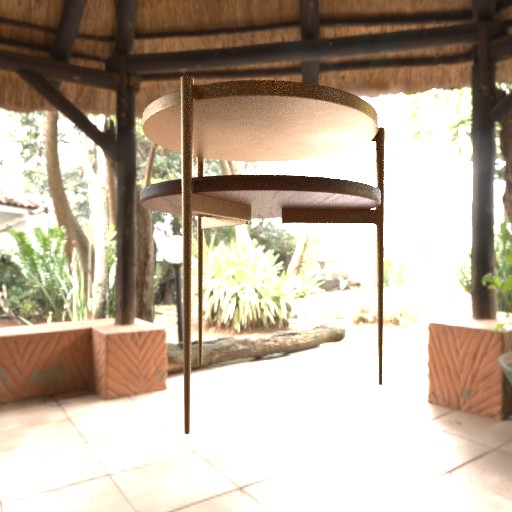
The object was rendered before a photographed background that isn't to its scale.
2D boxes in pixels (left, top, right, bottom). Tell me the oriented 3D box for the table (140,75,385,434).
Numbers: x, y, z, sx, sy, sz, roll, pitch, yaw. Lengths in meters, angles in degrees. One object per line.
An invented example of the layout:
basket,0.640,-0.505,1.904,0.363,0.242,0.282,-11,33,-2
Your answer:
table,0.000,0.000,0.831,0.430,0.493,0.456,0,0,-35
